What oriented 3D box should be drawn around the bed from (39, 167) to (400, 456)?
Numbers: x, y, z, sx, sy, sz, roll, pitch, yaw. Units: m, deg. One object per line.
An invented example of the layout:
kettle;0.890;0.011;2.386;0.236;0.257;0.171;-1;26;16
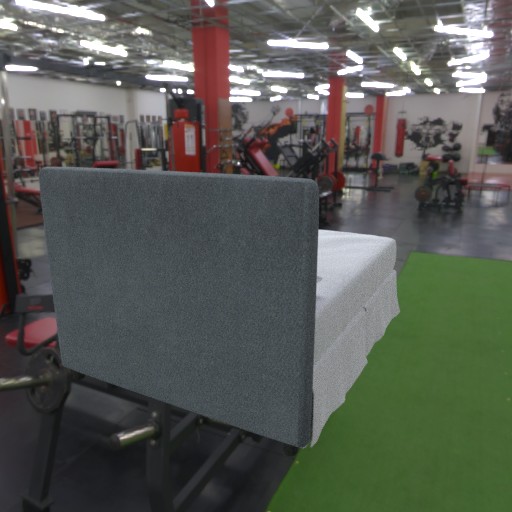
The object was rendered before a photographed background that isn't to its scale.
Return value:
bed;0.000;0.000;3.165;1.713;1.330;2.142;8;17;27
